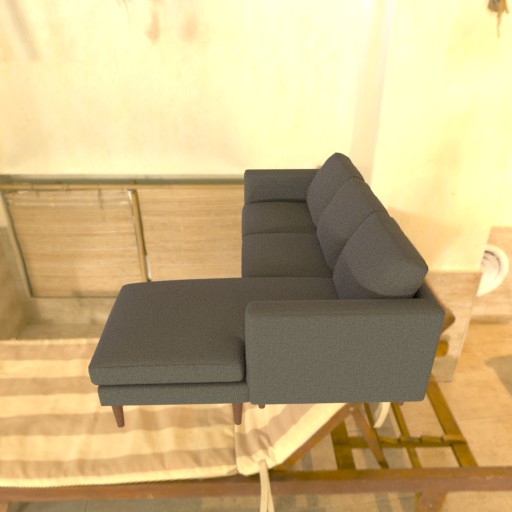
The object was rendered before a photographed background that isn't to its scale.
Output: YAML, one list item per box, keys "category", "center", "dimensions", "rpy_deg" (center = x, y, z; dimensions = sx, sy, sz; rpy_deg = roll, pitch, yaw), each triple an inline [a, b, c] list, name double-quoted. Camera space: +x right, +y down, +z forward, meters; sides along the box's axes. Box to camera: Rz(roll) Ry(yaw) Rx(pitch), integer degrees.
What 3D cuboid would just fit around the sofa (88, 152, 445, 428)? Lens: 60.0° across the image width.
- category: "sofa"
  center: [0.000, 0.000, 2.883]
  dimensions: [1.591, 0.897, 2.031]
  rpy_deg: [-1, 29, -1]
